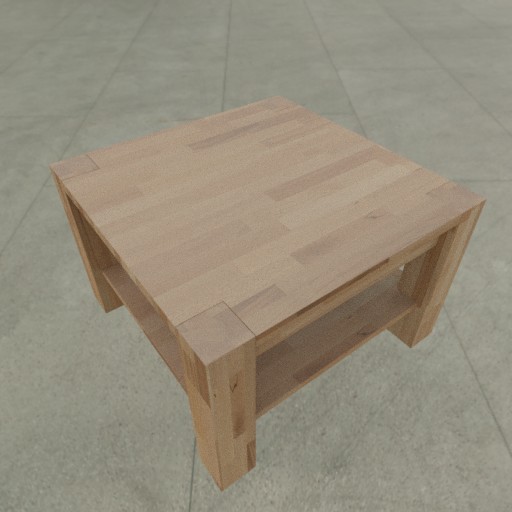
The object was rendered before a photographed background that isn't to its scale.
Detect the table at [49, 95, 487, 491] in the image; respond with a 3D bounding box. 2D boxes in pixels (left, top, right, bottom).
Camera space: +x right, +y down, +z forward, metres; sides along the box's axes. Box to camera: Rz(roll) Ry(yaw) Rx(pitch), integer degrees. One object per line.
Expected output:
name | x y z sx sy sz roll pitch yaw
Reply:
table | 0.000 0.000 1.142 0.700 0.451 0.700 -26 48 -27
